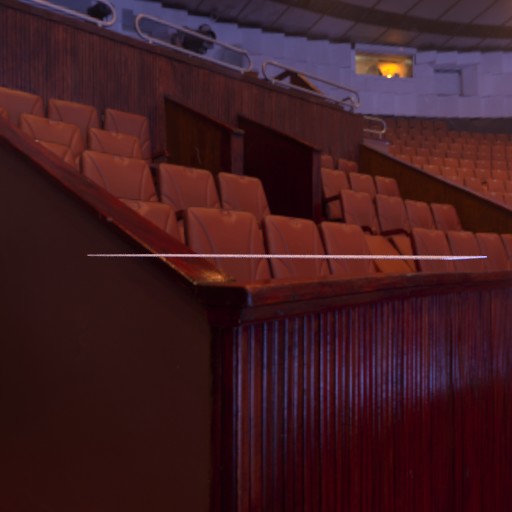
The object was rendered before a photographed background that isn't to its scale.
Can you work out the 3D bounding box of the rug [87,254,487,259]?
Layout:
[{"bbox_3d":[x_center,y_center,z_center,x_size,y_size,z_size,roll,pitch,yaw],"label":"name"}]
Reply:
[{"bbox_3d":[0.000,0.000,2.730,2.431,0.006,0.806,0,1,37],"label":"rug"}]
